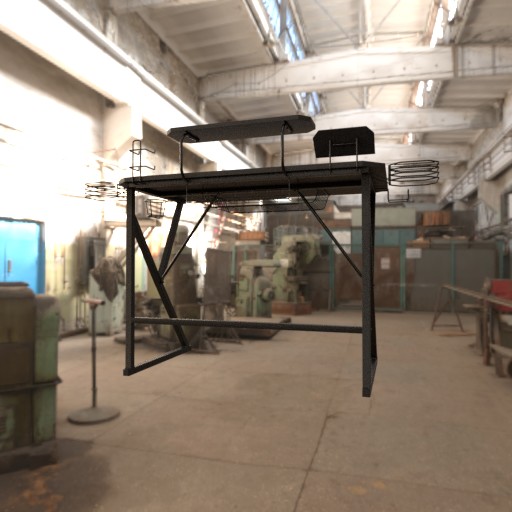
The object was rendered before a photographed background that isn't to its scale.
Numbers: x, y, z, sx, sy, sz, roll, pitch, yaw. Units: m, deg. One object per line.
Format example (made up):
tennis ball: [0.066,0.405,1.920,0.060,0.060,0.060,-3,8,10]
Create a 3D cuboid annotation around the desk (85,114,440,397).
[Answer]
desk: [0.000,0.000,1.716,1.290,0.880,0.580,0,-1,18]
